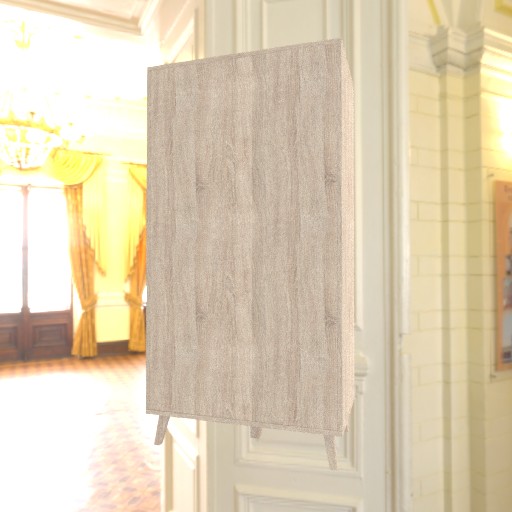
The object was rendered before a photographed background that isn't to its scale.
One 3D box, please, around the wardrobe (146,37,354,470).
[{"bbox_3d":[0.000,0.000,2.422,1.000,1.960,0.600,0,-1,18],"label":"wardrobe"}]
